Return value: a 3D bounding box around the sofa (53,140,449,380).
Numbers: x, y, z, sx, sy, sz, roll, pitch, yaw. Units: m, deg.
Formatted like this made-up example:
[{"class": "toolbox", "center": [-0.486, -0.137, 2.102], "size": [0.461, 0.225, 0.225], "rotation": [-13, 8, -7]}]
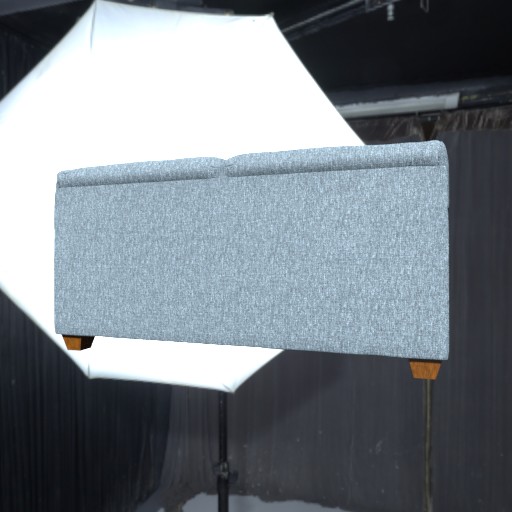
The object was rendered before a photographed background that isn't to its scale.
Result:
[{"class": "sofa", "center": [0.000, 0.000, 2.394], "size": [1.846, 0.958, 0.998], "rotation": [0, 0, 18]}]
